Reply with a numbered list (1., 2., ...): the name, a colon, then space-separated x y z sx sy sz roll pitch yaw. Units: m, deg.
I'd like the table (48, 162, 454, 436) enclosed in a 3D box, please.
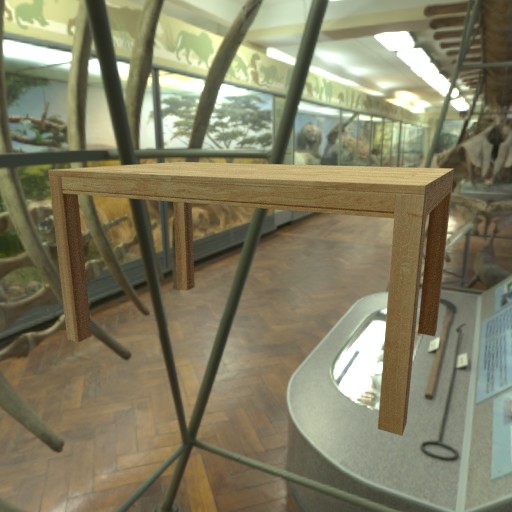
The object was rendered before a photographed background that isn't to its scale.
1. table: 0.000 0.000 2.002 1.500 0.770 0.900 7 16 27
